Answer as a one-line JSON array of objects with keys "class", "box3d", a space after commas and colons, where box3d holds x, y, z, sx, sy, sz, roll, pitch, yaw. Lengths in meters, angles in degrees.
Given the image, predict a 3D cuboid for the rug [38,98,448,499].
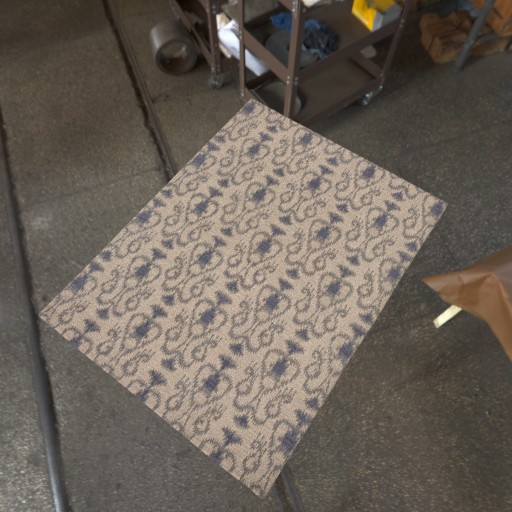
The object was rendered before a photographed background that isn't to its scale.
[{"class": "rug", "box3d": [0.000, 0.000, 4.160, 2.437, 0.015, 3.205, 33, 68, 15]}]
